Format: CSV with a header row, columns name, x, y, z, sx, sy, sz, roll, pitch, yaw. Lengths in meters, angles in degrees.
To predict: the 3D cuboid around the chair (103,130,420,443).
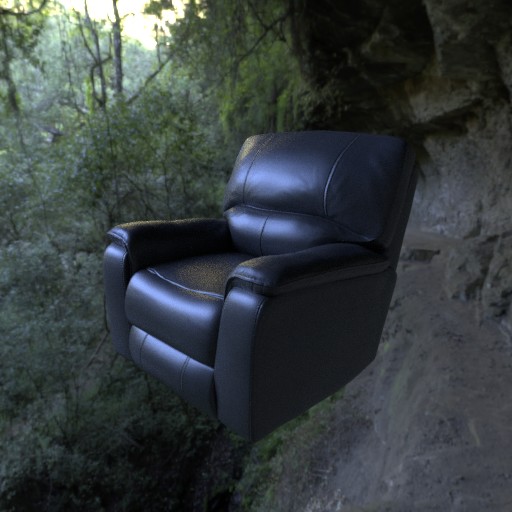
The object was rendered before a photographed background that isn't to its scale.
name,x,y,z,sx,sy,sz,roll,pitch,yaw
chair,0.000,0.000,2.022,1.087,1.109,1.096,-14,21,-43
